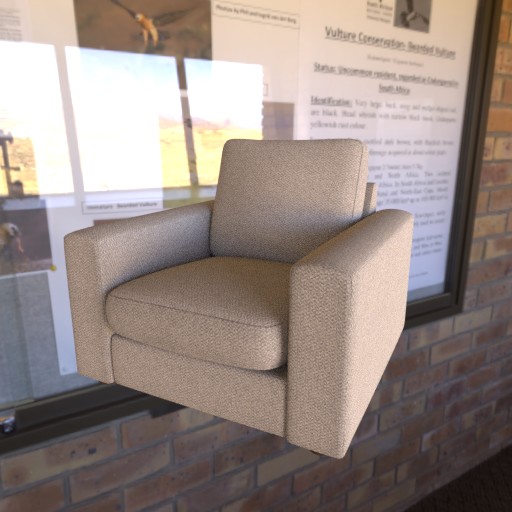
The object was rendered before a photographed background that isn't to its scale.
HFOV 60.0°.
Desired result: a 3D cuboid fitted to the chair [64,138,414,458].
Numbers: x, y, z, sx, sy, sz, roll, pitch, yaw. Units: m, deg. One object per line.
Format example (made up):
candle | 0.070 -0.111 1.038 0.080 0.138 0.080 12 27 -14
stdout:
chair | 0.000 0.000 1.702 1.005 0.873 1.016 7 16 26
